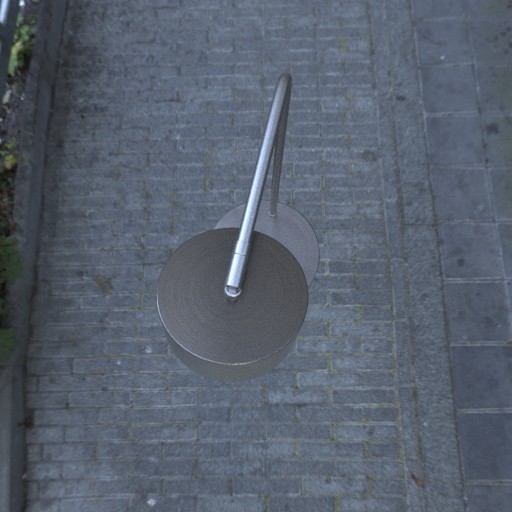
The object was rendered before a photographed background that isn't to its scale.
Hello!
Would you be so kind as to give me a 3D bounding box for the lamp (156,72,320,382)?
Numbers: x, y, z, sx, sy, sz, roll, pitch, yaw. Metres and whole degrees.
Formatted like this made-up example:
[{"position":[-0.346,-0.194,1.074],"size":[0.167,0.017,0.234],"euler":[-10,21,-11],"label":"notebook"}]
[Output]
[{"position":[0.000,0.000,0.616],"size":[0.211,0.469,0.334],"euler":[13,76,3],"label":"lamp"}]
